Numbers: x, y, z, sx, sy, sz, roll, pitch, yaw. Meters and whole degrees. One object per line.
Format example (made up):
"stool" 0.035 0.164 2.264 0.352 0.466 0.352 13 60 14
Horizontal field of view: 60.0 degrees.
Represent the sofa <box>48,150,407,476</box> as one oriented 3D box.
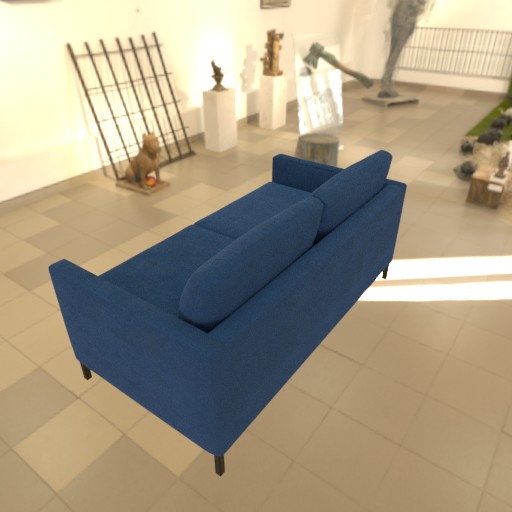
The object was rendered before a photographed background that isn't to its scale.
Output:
"sofa" 0.000 0.000 2.194 0.875 0.817 1.676 21 37 30
